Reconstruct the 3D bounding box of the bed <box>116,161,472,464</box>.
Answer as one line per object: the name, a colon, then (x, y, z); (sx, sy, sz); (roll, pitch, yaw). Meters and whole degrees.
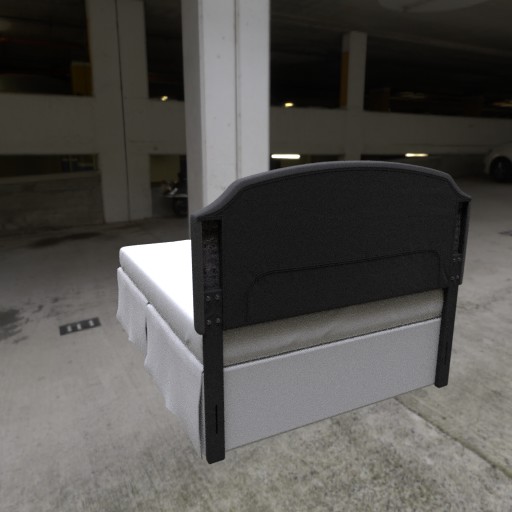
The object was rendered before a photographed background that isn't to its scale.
bed: (0.000, 0.000, 2.939); (1.558, 1.270, 1.999); (-7, 15, -26)
